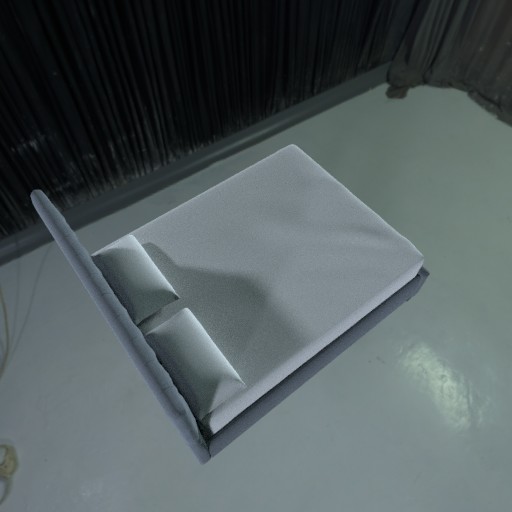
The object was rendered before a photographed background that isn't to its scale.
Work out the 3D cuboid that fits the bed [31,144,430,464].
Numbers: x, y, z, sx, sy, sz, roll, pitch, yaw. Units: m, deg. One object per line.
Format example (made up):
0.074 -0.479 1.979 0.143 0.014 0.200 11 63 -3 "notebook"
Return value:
0.000 0.000 3.286 2.231 1.427 1.698 -33 63 -19 "bed"
